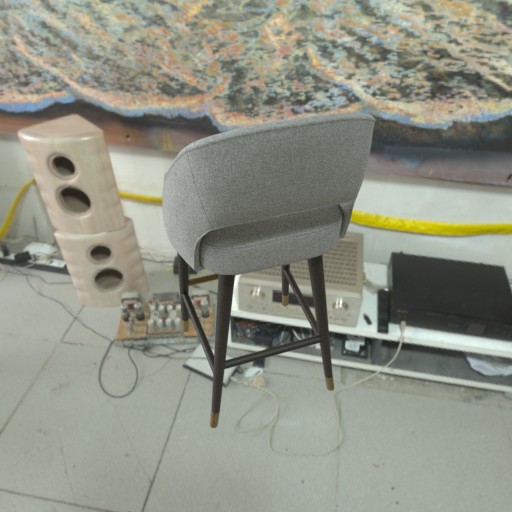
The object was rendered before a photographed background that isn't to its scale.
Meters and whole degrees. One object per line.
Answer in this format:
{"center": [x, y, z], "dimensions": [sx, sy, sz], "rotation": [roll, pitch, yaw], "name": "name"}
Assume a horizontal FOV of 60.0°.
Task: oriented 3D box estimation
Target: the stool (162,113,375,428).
{"center": [0.000, 0.000, 1.319], "dimensions": [0.494, 1.037, 0.509], "rotation": [-13, 42, -15], "name": "stool"}
